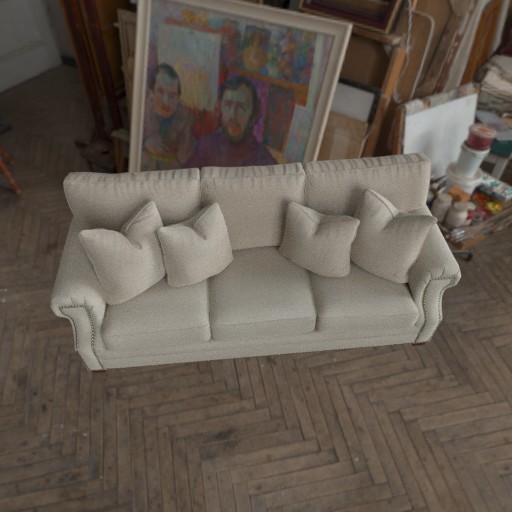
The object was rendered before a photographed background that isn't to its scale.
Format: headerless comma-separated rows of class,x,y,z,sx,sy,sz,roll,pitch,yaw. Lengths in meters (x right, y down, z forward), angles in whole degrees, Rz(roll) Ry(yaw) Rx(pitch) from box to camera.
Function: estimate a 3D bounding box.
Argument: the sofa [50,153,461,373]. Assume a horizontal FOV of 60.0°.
sofa,0.000,0.000,2.764,2.312,0.975,0.965,-4,47,-4
